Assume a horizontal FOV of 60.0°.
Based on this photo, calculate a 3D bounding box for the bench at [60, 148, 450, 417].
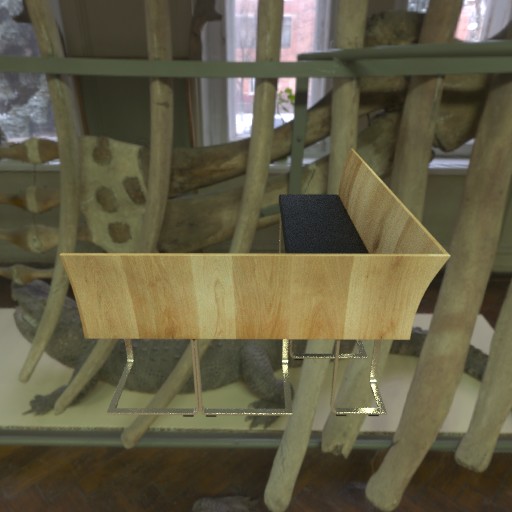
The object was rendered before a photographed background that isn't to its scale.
[{"bbox_3d":[0.000,0.000,2.771,1.495,0.930,1.945,0,25,0],"label":"bench"}]
